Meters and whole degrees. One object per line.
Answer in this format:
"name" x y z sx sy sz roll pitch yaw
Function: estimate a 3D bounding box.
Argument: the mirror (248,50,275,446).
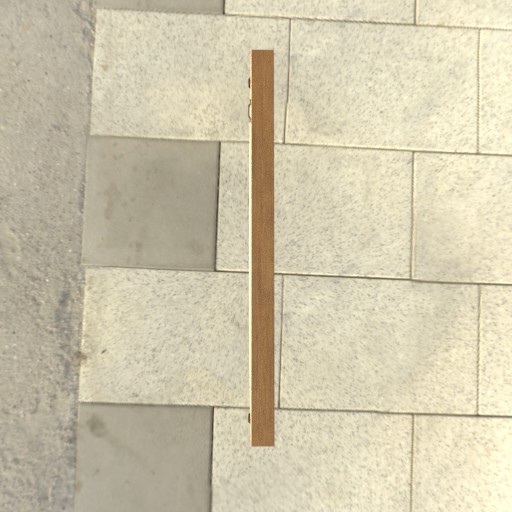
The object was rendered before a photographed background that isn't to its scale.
"mirror" 0.000 0.000 1.136 0.040 0.915 0.609 0 88 -1
